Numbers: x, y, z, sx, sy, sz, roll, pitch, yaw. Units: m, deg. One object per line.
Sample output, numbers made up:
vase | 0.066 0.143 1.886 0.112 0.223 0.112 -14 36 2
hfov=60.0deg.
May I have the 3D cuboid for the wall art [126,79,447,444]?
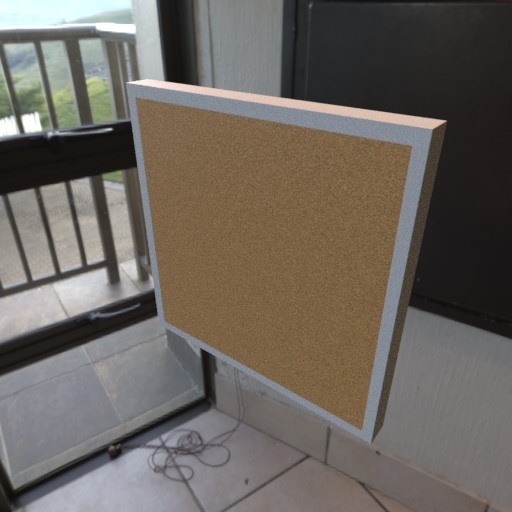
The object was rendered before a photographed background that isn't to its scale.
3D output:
wall art | 0.000 0.000 0.596 0.406 0.406 0.038 21 36 32
